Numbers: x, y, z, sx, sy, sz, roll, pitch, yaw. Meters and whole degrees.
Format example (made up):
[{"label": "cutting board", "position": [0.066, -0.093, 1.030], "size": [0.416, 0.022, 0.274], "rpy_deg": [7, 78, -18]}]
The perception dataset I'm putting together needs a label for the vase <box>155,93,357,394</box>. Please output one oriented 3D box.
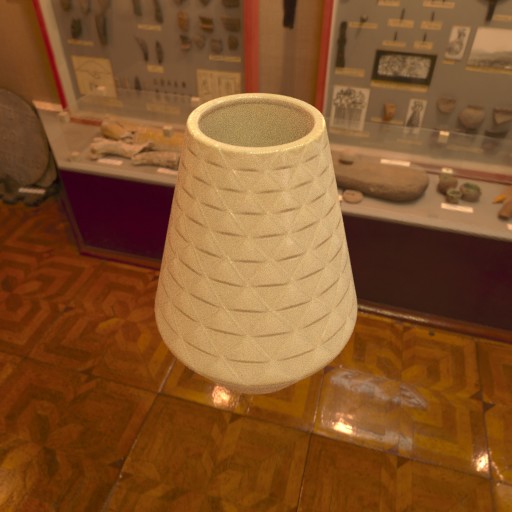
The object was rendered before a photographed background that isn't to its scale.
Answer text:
[{"label": "vase", "position": [0.000, 0.000, 0.356], "size": [0.175, 0.230, 0.175], "rpy_deg": [0, 41, 0]}]
